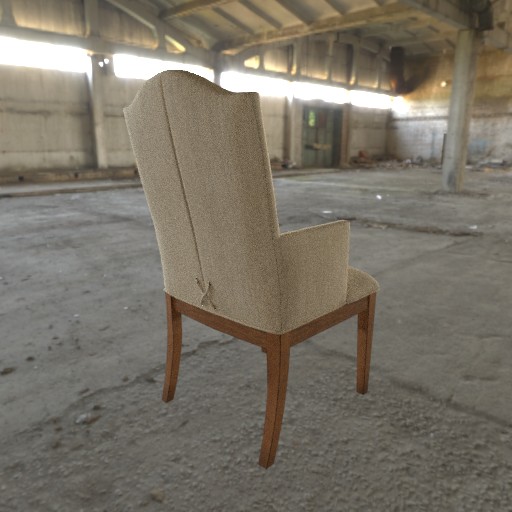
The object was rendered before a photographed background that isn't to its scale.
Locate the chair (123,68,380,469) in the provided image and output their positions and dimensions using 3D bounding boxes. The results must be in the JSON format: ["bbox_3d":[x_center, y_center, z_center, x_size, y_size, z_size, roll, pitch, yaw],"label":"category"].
[{"bbox_3d":[0.000,0.000,1.374,0.533,1.016,0.641,13,19,42],"label":"chair"}]
